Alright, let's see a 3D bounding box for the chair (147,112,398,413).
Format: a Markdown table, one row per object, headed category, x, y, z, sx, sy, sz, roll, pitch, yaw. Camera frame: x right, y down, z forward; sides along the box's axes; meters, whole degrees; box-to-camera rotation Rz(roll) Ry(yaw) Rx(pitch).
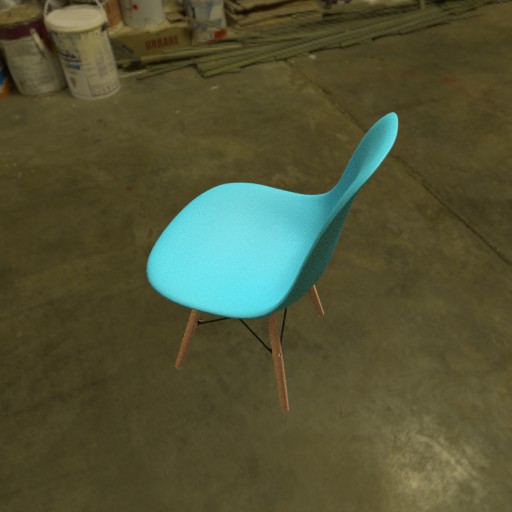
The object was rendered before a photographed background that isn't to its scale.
| category | x | y | z | sx | sy | sz | roll | pitch | yaw |
| --- | --- | --- | --- | --- | --- | --- | --- | --- | --- |
| chair | 0.000 | 0.000 | 1.151 | 0.531 | 0.826 | 0.470 | 17 | 49 | 15 |
